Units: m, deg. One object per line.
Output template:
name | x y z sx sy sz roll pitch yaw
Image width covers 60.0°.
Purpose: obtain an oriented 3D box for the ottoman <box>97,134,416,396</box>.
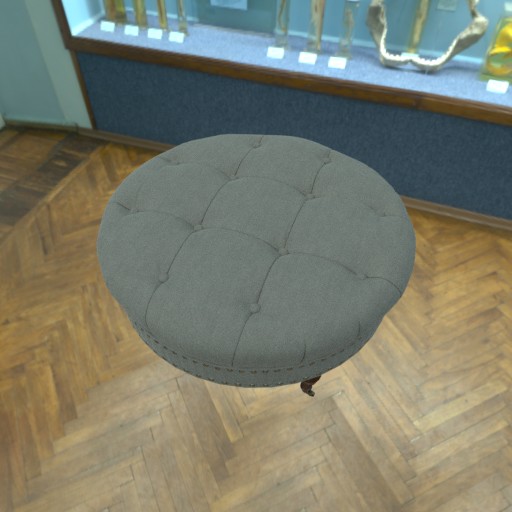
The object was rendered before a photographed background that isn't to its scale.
ottoman | 0.000 0.000 1.394 0.901 0.439 0.901 0 47 0
